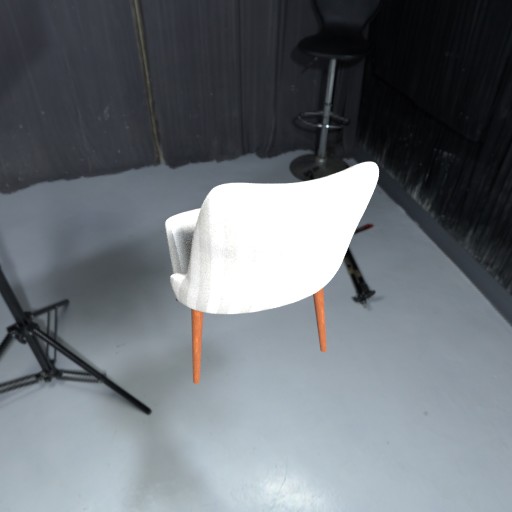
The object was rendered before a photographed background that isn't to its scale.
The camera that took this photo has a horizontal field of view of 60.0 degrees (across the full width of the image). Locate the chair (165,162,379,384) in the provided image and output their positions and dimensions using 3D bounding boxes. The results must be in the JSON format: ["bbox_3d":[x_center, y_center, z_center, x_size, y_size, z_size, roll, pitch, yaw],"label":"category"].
[{"bbox_3d":[0.000,0.000,1.336,0.526,0.917,0.684,-11,42,-12],"label":"chair"}]
